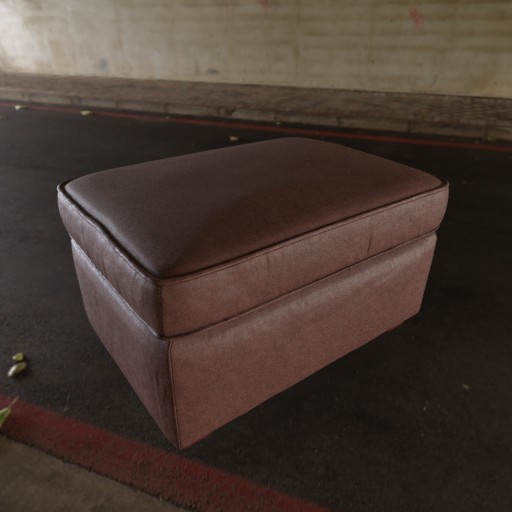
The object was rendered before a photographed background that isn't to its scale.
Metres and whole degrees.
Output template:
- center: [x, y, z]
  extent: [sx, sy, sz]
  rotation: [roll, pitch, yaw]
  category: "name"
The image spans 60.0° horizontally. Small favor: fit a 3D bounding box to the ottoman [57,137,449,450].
- center: [0.000, 0.000, 1.070]
  extent: [0.749, 0.449, 0.548]
  rotation: [-20, 34, -32]
  category: "ottoman"
